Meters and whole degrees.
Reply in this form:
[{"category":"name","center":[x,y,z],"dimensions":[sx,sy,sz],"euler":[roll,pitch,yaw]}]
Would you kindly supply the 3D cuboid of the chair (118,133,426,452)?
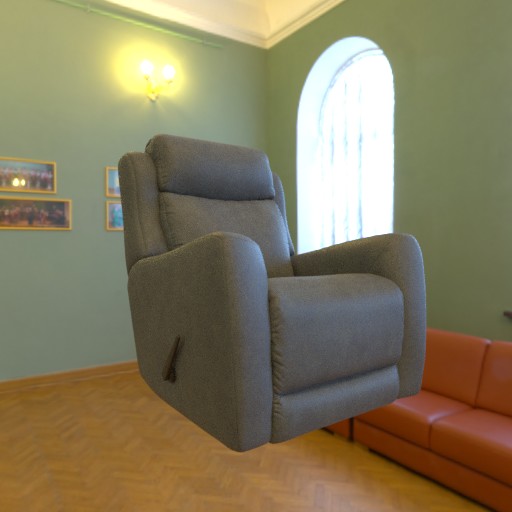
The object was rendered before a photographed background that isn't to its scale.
[{"category":"chair","center":[0.000,0.000,1.891],"dimensions":[0.967,1.116,1.068],"euler":[-1,2,-35]}]
